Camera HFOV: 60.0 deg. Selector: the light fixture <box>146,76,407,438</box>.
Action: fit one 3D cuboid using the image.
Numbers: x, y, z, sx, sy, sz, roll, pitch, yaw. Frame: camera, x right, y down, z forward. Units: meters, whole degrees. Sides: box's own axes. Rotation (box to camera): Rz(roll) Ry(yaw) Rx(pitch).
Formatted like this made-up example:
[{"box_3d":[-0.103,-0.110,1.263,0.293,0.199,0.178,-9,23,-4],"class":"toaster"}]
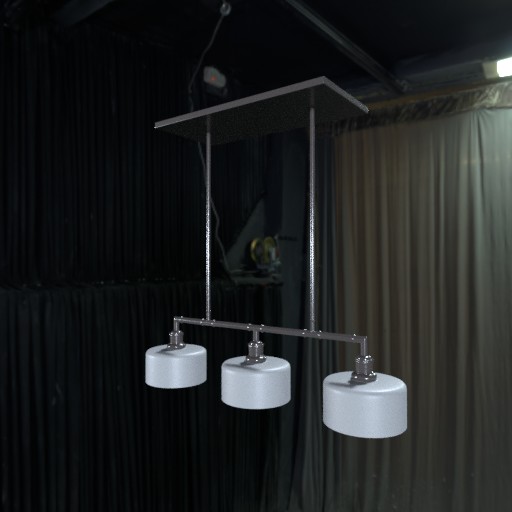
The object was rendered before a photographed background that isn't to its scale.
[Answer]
[{"box_3d":[0.000,0.000,0.875,0.582,0.557,0.177,-1,-1,36],"class":"light fixture"}]
